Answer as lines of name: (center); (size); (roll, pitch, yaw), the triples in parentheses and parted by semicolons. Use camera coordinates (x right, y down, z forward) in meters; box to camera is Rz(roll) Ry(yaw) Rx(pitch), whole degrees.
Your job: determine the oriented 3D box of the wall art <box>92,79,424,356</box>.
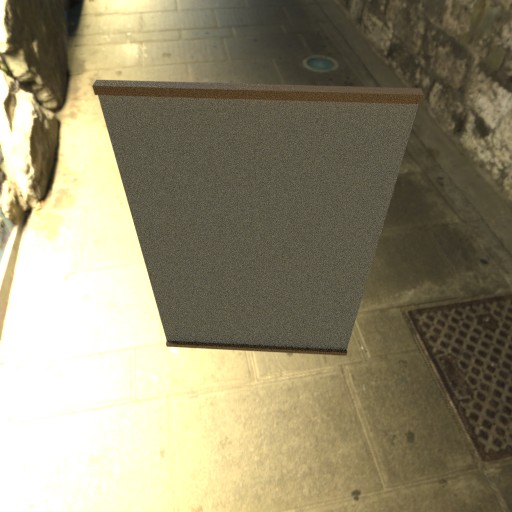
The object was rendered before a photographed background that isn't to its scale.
wall art: (0.000, 0.000, 1.279); (0.669, 1.020, 0.027); (2, 48, 2)
